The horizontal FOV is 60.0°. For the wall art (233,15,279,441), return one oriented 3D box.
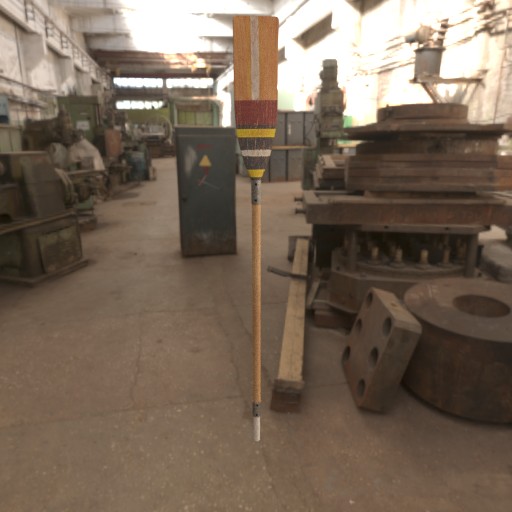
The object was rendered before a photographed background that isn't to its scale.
[{"bbox_3d":[0.000,0.000,1.595,0.146,1.556,0.038,-2,16,-9],"label":"wall art"}]
